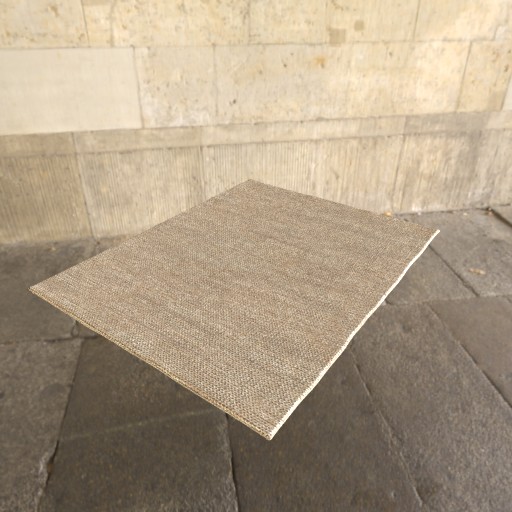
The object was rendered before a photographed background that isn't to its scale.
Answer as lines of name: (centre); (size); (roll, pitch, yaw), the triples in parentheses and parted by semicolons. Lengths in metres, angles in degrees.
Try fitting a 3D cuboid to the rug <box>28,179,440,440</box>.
rug: (0.000, 0.000, 4.084); (2.429, 0.030, 3.052); (21, 37, 30)
